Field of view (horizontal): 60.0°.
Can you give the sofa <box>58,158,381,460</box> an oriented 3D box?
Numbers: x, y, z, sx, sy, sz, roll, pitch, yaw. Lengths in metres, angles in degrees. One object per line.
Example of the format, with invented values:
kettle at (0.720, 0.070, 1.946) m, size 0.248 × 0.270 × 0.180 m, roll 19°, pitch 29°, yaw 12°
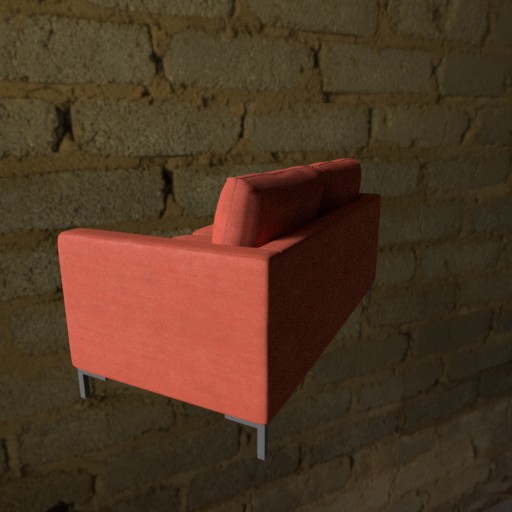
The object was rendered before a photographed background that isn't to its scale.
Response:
sofa at (0.000, 0.000, 2.121) m, size 0.864 × 0.896 × 1.574 m, roll 8°, pitch 18°, yaw 25°
